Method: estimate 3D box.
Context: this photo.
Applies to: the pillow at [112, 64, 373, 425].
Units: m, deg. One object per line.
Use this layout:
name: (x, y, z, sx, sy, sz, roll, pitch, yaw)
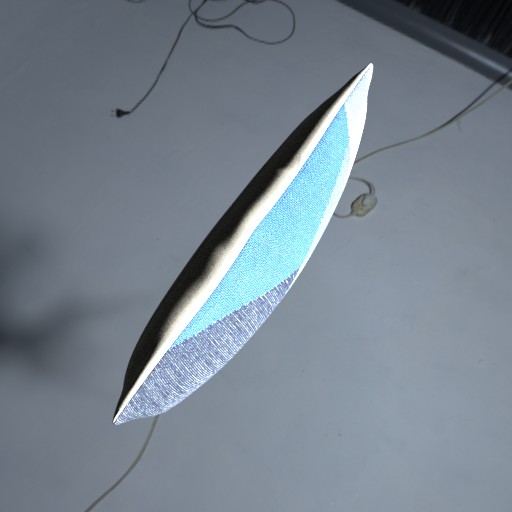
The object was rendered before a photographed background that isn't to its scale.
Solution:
pillow: (0.000, 0.000, 0.716, 0.148, 0.307, 0.604, 33, 77, 8)
